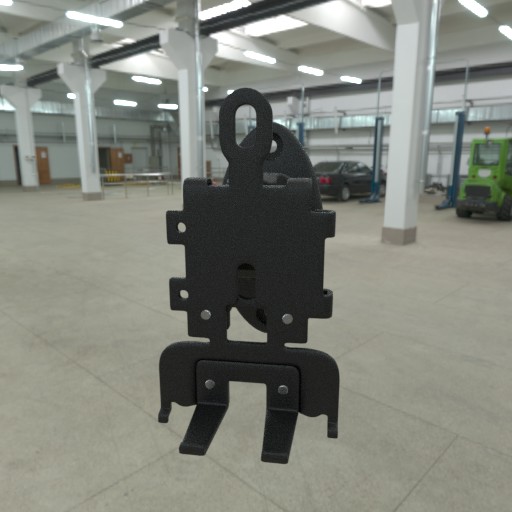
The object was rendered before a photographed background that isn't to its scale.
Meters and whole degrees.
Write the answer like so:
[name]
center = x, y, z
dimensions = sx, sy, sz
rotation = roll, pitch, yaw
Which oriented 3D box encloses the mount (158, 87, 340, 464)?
[mount]
center = 0.000, 0.000, 0.173
dimensions = 0.066, 0.118, 0.100
rotation = 2, 13, 8
